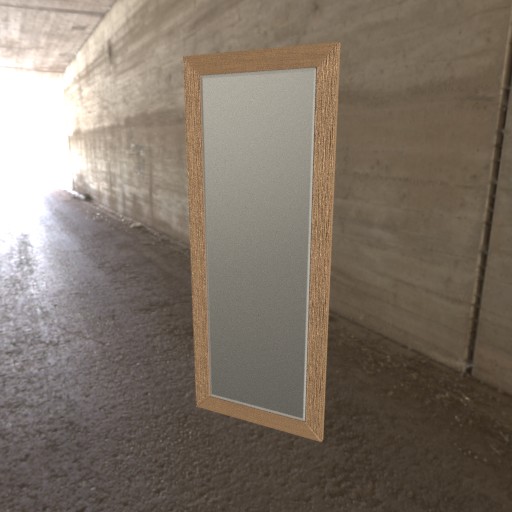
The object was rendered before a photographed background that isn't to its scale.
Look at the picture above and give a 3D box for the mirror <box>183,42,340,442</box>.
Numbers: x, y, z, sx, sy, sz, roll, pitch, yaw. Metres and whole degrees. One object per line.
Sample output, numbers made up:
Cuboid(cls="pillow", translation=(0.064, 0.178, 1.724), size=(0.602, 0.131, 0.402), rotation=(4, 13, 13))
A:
Cuboid(cls="mirror", translation=(0.000, 0.000, 2.372), size=(0.812, 2.031, 0.026), rotation=(7, 16, 24))
